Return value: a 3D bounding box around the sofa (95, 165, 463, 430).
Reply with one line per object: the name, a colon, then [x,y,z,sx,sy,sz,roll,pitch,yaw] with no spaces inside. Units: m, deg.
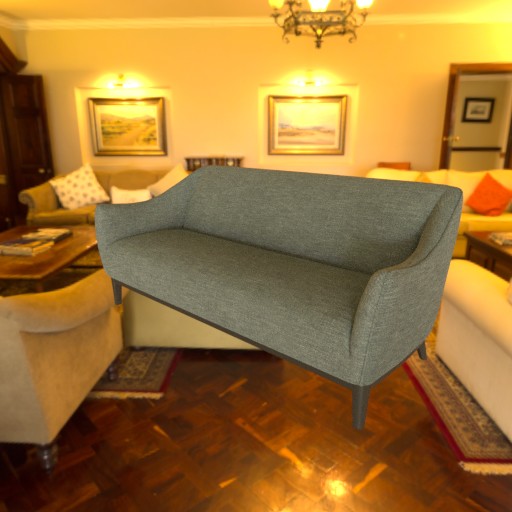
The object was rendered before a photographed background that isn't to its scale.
sofa: [0.000,0.000,2.354,1.928,0.829,0.867,15,22,42]
